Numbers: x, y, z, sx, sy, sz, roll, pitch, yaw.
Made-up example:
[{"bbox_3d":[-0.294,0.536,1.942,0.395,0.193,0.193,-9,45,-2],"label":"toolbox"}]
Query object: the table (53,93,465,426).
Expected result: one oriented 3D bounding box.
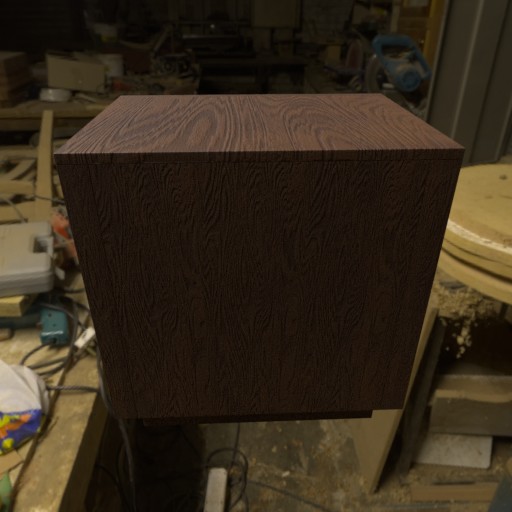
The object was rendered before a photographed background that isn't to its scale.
[{"bbox_3d":[0.000,0.000,0.936,0.560,0.585,0.439,-1,30,-2],"label":"table"}]
